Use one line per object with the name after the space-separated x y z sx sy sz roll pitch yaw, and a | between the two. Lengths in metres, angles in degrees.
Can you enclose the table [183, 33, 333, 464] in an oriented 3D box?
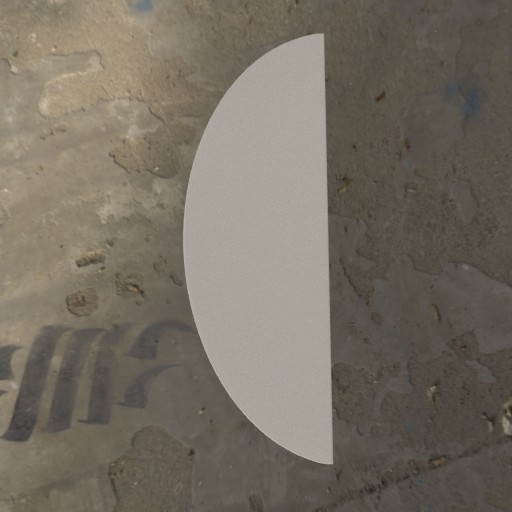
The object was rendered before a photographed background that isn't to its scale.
0.000 0.000 1.587 0.394 0.780 1.219 1 75 0 | table
